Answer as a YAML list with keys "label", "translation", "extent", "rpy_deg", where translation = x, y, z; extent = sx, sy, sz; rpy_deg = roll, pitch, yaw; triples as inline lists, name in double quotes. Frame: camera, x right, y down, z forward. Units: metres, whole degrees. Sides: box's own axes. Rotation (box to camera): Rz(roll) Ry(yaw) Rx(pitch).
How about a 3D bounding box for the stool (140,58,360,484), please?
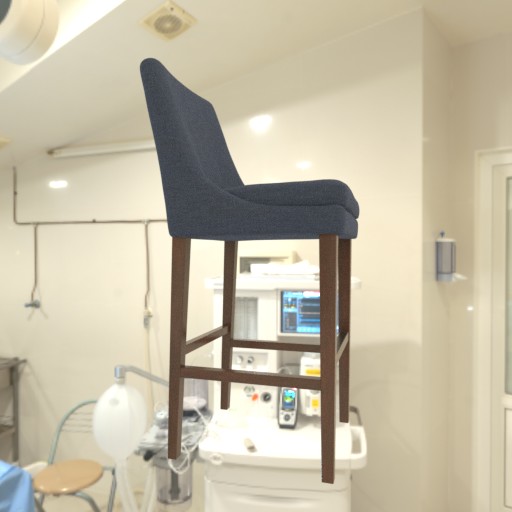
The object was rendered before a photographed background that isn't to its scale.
- label: "stool"
  translation: [0.000, 0.000, 1.319]
  extent: [0.577, 1.078, 0.470]
  rpy_deg: [0, 1, 17]
